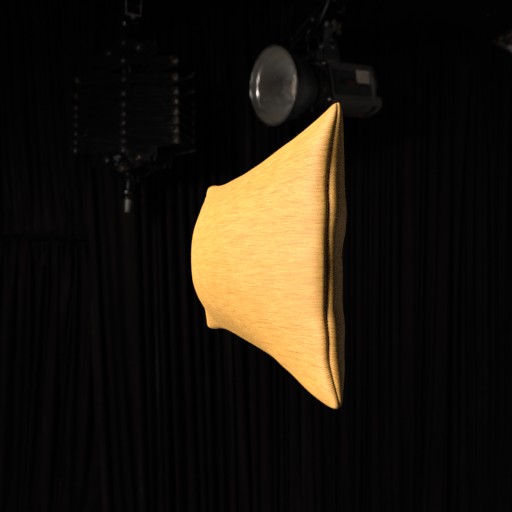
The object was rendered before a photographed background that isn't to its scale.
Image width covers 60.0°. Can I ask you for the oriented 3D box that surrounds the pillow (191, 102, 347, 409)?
[{"bbox_3d":[0.000,0.000,0.808,0.210,0.354,0.634,0,0,-19],"label":"pillow"}]
